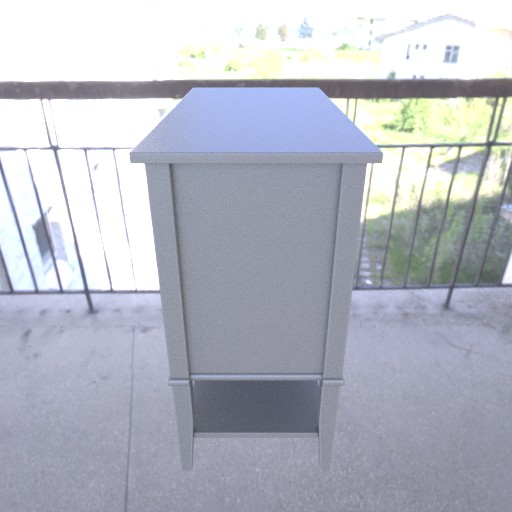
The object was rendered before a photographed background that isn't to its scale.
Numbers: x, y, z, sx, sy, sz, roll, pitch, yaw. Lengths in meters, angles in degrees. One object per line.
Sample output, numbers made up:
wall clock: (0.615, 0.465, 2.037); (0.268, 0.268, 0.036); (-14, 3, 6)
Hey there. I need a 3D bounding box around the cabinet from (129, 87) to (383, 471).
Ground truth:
cabinet: (0.000, 0.000, 1.223); (0.396, 0.780, 0.801); (0, 28, 0)
